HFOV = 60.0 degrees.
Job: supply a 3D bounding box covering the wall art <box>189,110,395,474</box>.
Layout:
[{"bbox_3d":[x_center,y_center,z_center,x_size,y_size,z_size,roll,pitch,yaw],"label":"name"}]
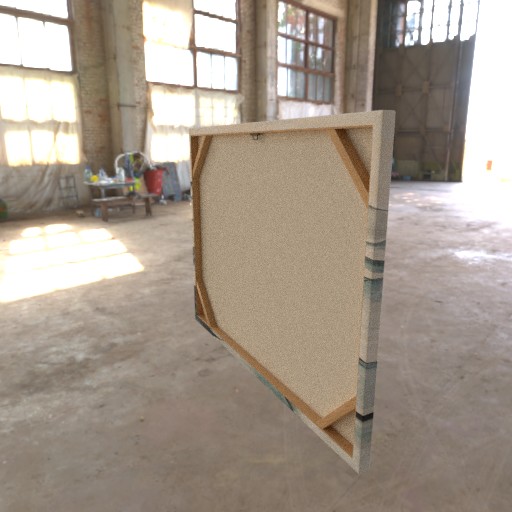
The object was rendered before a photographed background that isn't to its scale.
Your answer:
[{"bbox_3d":[0.000,0.000,1.584,0.039,0.915,1.219,-7,16,-27],"label":"wall art"}]
